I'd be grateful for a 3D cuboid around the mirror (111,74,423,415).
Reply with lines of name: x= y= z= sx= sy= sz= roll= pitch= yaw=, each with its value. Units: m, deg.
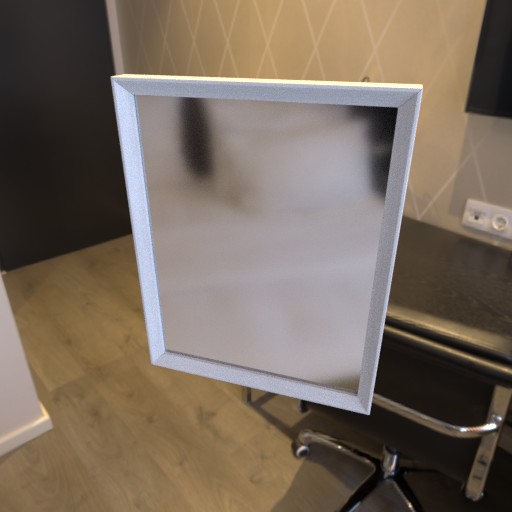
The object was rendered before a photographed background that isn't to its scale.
mirror: x=0.000 y=0.000 z=0.686 sx=0.406 sy=0.509 sz=0.041 roll=8 pitch=29 yaw=16
